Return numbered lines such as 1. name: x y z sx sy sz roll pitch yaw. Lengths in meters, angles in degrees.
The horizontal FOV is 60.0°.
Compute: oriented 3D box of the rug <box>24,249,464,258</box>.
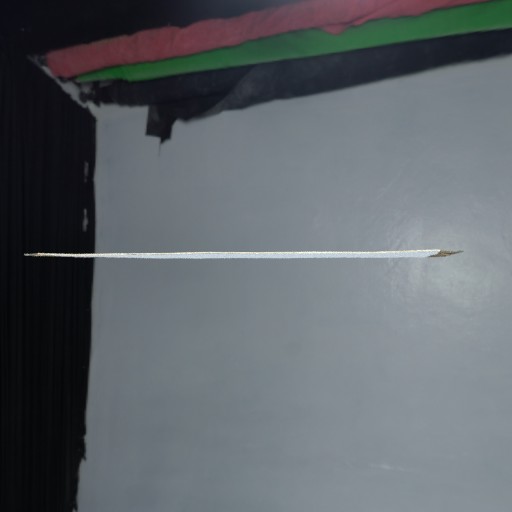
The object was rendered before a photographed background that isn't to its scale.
1. rug: 0.000 0.000 2.322 1.861 0.017 1.218 0 -1 19
